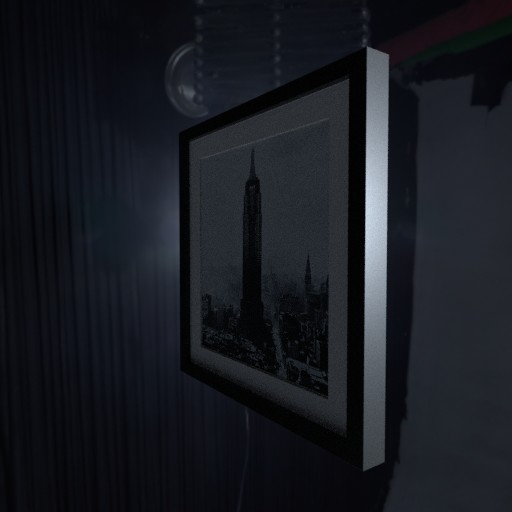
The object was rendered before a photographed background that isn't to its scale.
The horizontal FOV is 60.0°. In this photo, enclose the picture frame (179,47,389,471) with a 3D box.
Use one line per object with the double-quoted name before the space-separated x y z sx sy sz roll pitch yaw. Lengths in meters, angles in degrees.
"picture frame" 0.000 0.000 0.521 0.029 0.353 0.355 -1 2 -35
